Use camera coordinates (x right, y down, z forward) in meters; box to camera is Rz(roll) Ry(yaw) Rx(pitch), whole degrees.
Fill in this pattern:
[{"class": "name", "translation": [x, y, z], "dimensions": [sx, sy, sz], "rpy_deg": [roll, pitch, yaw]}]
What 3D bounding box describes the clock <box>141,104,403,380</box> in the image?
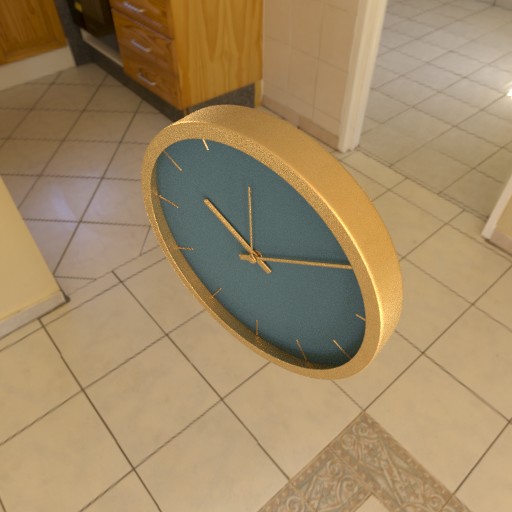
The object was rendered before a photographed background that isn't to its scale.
[{"class": "clock", "translation": [0.000, 0.000, 0.472], "dimensions": [0.314, 0.314, 0.040], "rpy_deg": [31, 54, 26]}]
